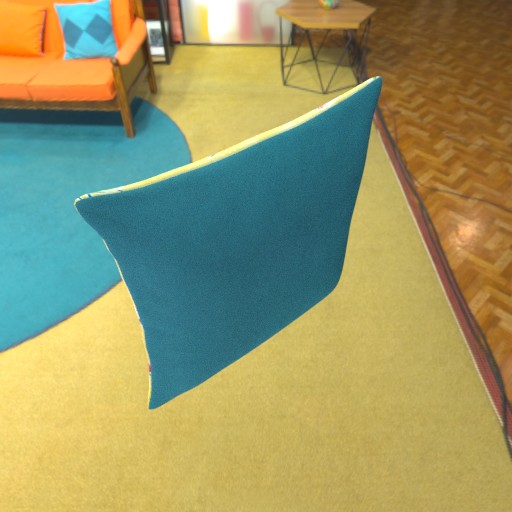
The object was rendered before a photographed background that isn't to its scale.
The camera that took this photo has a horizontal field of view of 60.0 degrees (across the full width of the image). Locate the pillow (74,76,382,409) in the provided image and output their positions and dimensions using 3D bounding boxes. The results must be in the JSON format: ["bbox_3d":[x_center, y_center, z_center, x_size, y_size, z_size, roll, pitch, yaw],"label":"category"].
[{"bbox_3d":[0.000,0.000,0.784,0.525,0.508,0.166,-30,52,-27],"label":"pillow"}]
